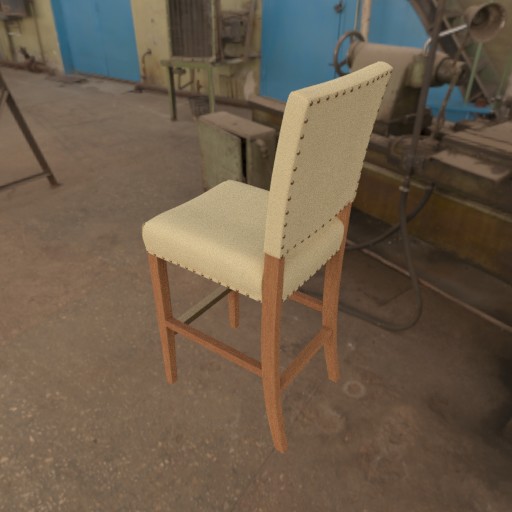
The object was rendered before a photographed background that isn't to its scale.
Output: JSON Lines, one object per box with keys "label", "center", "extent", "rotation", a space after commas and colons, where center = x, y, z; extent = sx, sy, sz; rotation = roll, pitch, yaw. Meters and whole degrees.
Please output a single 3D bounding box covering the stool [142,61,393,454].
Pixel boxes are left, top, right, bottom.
{"label": "stool", "center": [0.000, 0.000, 1.445], "extent": [0.584, 1.168, 0.445], "rotation": [22, 39, 30]}
